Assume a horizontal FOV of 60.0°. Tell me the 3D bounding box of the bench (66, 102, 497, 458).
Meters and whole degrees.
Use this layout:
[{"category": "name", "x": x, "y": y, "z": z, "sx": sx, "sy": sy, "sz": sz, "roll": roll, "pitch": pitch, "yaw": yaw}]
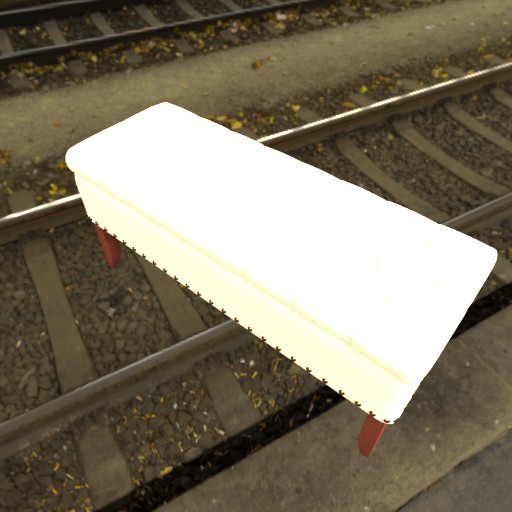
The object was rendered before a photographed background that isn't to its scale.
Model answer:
[{"category": "bench", "x": 0.000, "y": 0.000, "z": 1.230, "sx": 1.054, "sy": 0.470, "sz": 0.400, "roll": 31, "pitch": 53, "yaw": 26}]
